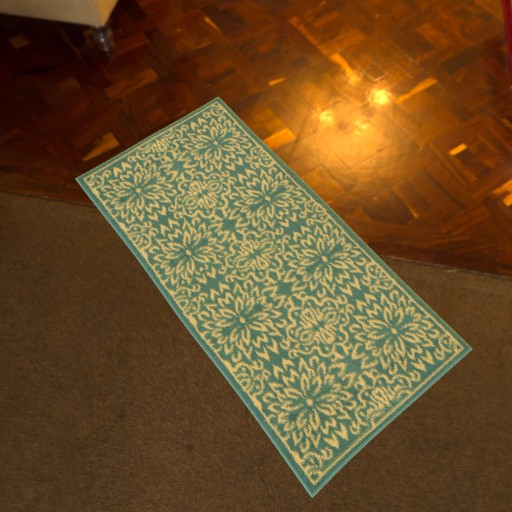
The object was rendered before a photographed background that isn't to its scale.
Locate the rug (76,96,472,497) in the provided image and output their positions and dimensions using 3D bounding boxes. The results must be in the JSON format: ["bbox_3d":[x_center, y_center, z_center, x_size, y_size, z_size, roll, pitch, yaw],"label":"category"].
[{"bbox_3d":[0.000,0.000,1.382,0.604,0.007,1.219,-35,69,-15],"label":"rug"}]
